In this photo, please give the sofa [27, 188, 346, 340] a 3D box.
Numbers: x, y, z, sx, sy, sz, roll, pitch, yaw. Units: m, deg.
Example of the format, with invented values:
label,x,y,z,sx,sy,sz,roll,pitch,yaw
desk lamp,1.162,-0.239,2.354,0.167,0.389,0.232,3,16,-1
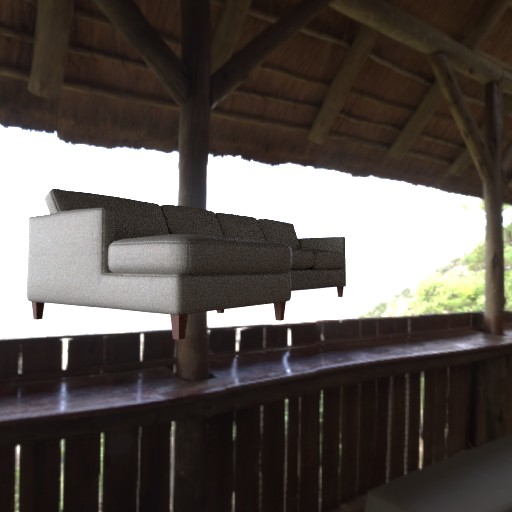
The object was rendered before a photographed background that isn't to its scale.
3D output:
label,x,y,z,sx,sy,sz,roll,pitch,yaw
sofa,0.000,0.000,3.778,1.502,0.876,3.201,-1,-1,36
